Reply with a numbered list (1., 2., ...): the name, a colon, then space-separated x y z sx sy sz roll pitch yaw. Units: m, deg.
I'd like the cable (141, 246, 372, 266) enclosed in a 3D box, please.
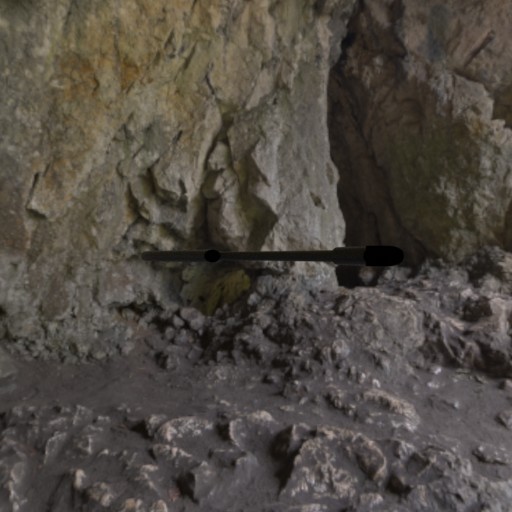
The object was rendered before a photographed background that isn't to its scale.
1. cable: 0.000 0.000 0.111 0.041 0.005 0.098 0 0 -36
